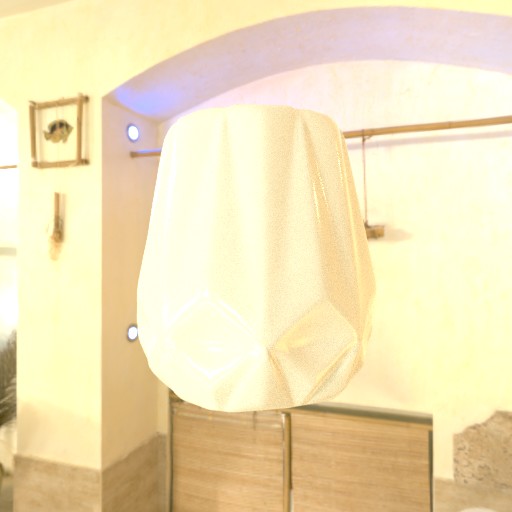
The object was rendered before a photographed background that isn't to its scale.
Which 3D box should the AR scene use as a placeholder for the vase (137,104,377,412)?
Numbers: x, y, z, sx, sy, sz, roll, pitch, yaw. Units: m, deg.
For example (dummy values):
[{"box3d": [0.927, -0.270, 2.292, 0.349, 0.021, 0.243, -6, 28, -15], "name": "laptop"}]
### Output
[{"box3d": [0.000, 0.000, 0.268, 0.141, 0.152, 0.141, 0, 0, 0], "name": "vase"}]
